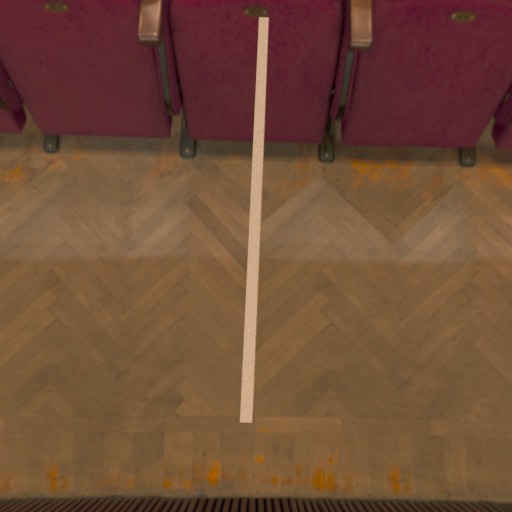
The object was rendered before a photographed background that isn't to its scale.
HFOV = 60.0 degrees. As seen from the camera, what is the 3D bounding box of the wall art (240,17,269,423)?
[{"bbox_3d":[0.000,0.000,0.770,0.012,0.557,0.482,2,76,1],"label":"wall art"}]
